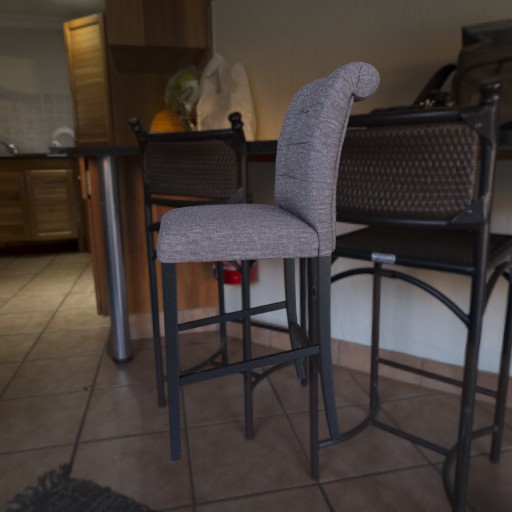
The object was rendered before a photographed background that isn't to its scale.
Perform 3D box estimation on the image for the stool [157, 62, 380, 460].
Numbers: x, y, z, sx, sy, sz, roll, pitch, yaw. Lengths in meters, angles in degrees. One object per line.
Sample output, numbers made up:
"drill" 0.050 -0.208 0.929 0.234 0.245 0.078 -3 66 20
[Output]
"stool" 0.000 0.000 1.446 0.613 1.131 0.452 -2 13 -10
